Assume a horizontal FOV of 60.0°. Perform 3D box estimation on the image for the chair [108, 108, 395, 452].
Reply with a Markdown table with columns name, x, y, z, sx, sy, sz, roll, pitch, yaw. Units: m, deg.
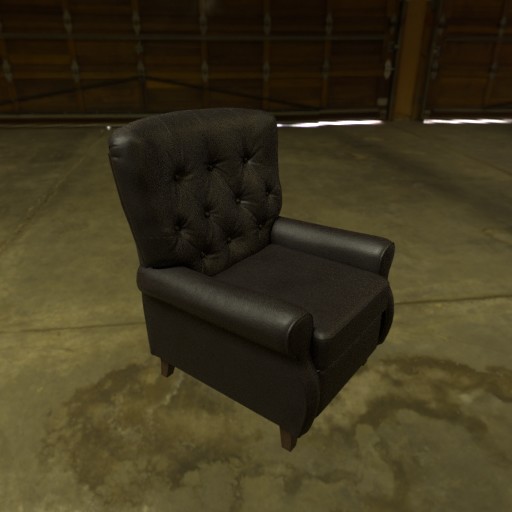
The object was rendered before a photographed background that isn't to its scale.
| name | x | y | z | sx | sy | sz | roll | pitch | yaw |
| --- | --- | --- | --- | --- | --- | --- | --- | --- | --- |
| chair | 0.000 | 0.000 | 1.939 | 1.058 | 1.158 | 0.948 | 18 | 31 | 33 |
